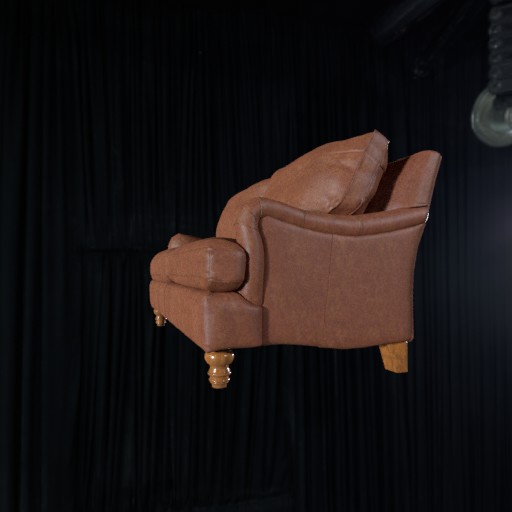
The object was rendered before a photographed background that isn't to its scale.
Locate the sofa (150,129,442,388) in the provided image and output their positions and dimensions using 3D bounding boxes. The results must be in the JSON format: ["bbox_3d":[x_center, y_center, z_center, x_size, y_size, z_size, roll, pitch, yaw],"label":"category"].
[{"bbox_3d":[0.000,0.000,2.802,1.147,1.071,2.144,1,-2,-19],"label":"sofa"}]
